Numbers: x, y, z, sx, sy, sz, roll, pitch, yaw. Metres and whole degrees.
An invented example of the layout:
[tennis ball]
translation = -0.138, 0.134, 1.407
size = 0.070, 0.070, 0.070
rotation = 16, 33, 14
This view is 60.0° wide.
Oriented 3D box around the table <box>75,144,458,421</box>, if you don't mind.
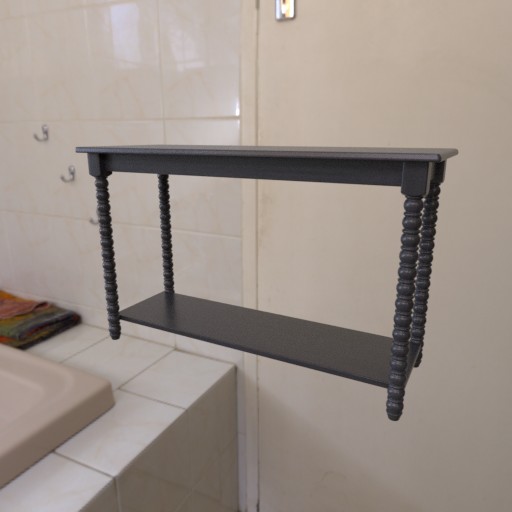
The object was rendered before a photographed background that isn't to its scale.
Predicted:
[table]
translation = 0.000, 0.000, 1.547
size = 1.184, 0.735, 0.459
rotation = 8, 17, 27
